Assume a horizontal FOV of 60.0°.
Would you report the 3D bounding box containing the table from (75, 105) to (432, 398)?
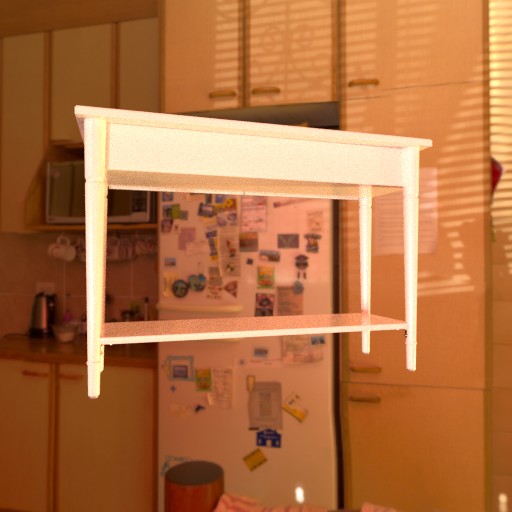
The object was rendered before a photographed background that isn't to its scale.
[{"bbox_3d":[0.000,0.000,1.444,1.067,0.749,0.381,0,-1,-17],"label":"table"}]
